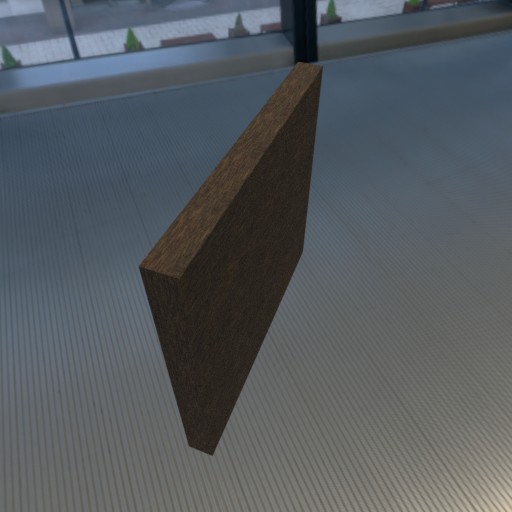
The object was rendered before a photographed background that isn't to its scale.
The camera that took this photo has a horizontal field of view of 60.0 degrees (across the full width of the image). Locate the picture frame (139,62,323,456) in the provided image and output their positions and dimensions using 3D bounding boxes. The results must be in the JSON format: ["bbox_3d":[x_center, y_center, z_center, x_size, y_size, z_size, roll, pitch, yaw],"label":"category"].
[{"bbox_3d":[0.000,0.000,0.553,0.033,0.330,0.378,16,48,15],"label":"picture frame"}]
